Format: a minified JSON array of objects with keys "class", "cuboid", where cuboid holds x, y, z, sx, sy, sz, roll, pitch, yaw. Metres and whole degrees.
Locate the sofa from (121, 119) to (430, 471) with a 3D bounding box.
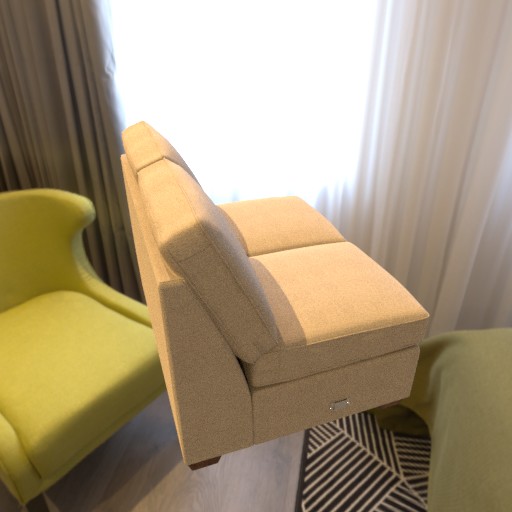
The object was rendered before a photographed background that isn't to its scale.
[{"class":"sofa","cuboid":[0.000,0.000,1.974,0.978,1.006,1.232,-10,31,-17]}]
